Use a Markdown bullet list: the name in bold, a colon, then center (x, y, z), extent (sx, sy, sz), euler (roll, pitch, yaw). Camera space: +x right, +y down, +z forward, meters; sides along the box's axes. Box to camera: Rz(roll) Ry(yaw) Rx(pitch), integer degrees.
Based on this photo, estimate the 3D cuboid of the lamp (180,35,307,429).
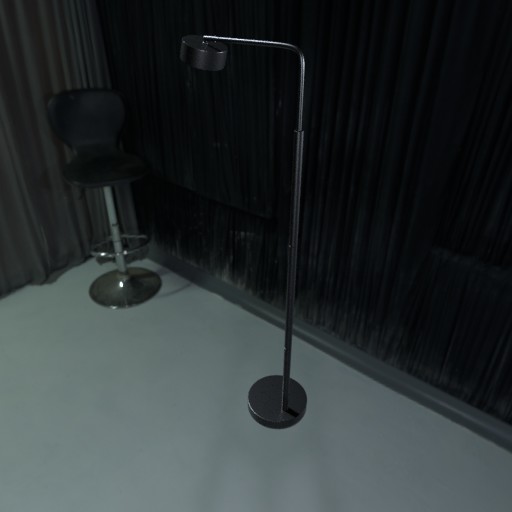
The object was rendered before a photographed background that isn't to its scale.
- **lamp**: center (0.000, 0.000, 1.388), extent (0.418, 1.230, 0.219), euler (22, 38, 31)
